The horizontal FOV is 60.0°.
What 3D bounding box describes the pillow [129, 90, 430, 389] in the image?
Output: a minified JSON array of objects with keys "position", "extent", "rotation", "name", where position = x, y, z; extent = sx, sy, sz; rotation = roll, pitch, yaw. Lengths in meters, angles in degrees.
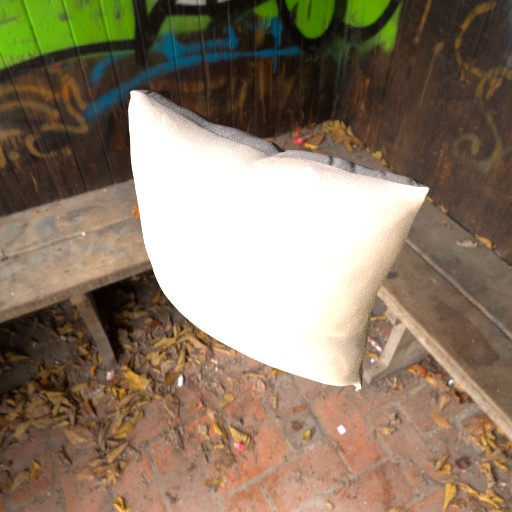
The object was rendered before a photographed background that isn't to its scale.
[{"position":[0.000,0.000,0.723],"extent":[0.450,0.448,0.245],"rotation":[26,52,22],"name":"pillow"}]
